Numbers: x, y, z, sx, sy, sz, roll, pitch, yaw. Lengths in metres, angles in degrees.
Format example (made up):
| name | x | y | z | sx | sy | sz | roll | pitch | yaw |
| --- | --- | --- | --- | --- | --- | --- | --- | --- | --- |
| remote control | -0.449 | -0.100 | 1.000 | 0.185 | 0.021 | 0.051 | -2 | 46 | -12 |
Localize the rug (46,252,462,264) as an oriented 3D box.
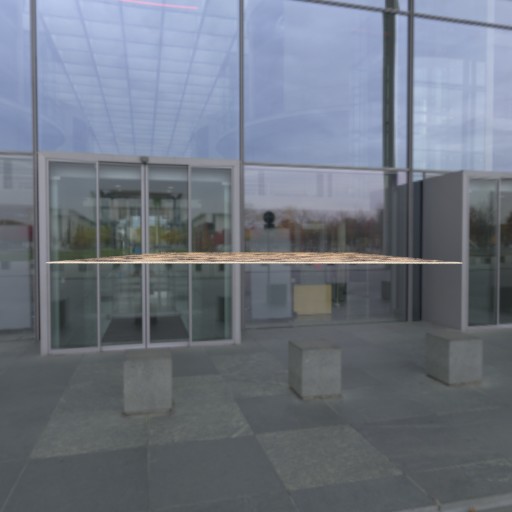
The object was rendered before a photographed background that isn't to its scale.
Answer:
| name | x | y | z | sx | sy | sz | roll | pitch | yaw |
| --- | --- | --- | --- | --- | --- | --- | --- | --- | --- |
| rug | 0.000 | 0.000 | 3.993 | 2.380 | 0.008 | 2.977 | 0 | 2 | 1 |
